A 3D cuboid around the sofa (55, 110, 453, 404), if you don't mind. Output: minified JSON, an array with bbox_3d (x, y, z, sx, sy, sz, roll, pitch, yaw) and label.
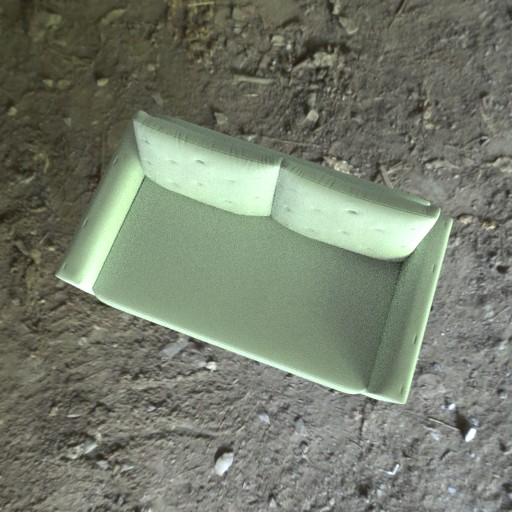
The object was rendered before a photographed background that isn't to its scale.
[{"bbox_3d":[0.000,0.000,2.140,1.650,0.790,0.920,19,76,5],"label":"sofa"}]
